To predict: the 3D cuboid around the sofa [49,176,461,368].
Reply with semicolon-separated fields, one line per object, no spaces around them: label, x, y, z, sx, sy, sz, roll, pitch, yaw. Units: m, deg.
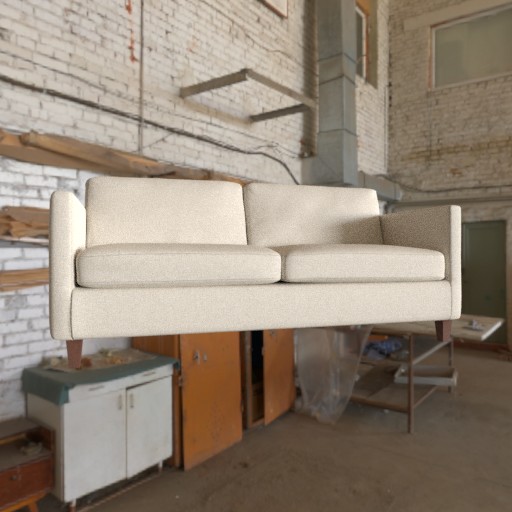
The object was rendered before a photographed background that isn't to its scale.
sofa;0.000;0.000;2.440;1.981;0.889;0.965;0;0;-17
